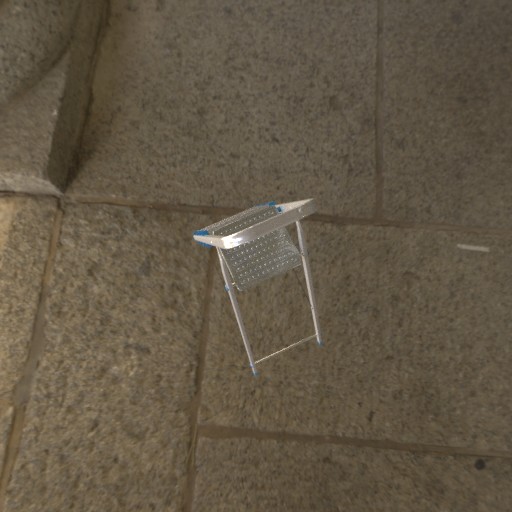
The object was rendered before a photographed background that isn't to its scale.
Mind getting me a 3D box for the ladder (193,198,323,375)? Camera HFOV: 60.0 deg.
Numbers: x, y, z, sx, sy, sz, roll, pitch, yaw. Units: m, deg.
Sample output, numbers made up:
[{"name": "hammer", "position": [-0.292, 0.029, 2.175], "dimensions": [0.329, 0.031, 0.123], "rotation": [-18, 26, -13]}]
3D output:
[{"name": "ladder", "position": [0.000, 0.000, 2.056], "dimensions": [0.468, 1.648, 0.990], "rotation": [-24, 77, -6]}]
